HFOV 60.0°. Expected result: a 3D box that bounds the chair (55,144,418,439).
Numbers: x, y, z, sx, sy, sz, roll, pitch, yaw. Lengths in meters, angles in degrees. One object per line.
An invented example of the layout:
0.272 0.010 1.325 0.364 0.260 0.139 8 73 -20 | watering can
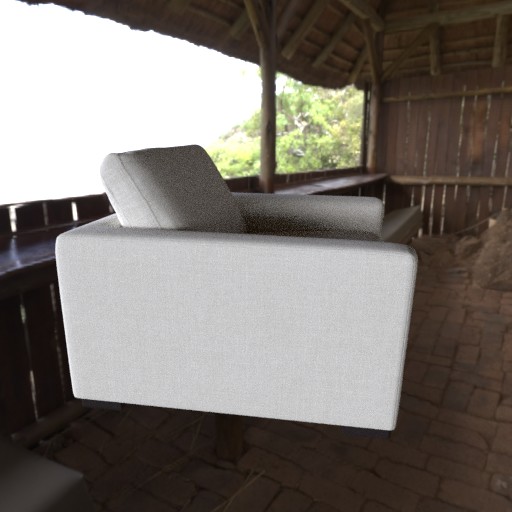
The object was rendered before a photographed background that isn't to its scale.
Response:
0.000 0.000 1.830 1.100 0.876 1.070 3 16 9 | chair
